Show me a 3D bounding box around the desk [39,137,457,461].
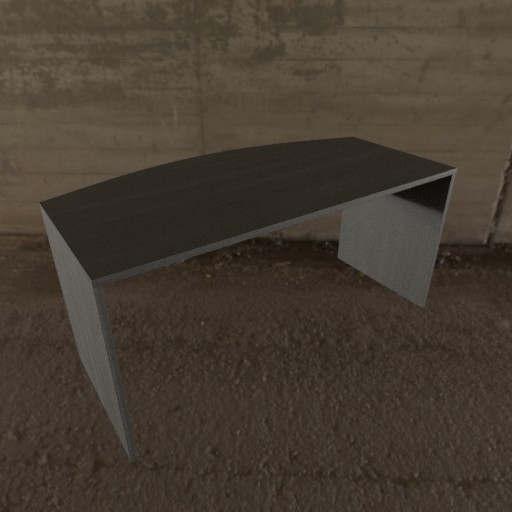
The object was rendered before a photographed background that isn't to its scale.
[{"bbox_3d":[0.000,0.000,2.029,1.600,0.750,0.802,-19,35,-29],"label":"desk"}]
